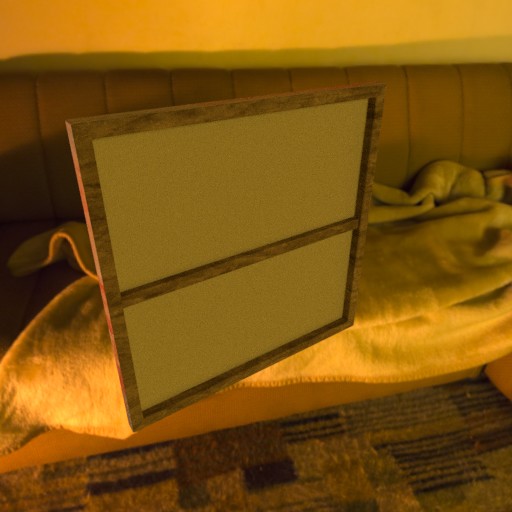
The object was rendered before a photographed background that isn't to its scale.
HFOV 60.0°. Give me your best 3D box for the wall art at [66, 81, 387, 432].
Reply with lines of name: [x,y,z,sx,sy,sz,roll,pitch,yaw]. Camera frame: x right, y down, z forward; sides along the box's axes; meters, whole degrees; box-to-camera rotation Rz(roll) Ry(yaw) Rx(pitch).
wall art: [0.000,0.000,1.093,0.747,0.747,0.035,-18,35,-29]
